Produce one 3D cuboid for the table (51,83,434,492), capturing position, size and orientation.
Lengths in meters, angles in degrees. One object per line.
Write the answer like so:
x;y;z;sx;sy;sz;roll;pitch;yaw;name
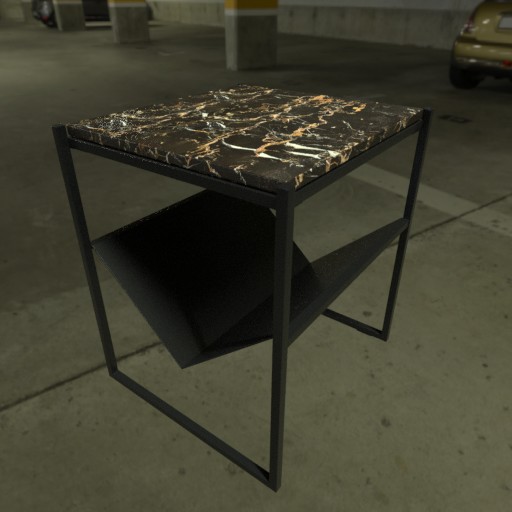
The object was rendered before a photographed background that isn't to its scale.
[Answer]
0.000;0.000;0.862;0.432;0.534;0.469;21;36;31;table
